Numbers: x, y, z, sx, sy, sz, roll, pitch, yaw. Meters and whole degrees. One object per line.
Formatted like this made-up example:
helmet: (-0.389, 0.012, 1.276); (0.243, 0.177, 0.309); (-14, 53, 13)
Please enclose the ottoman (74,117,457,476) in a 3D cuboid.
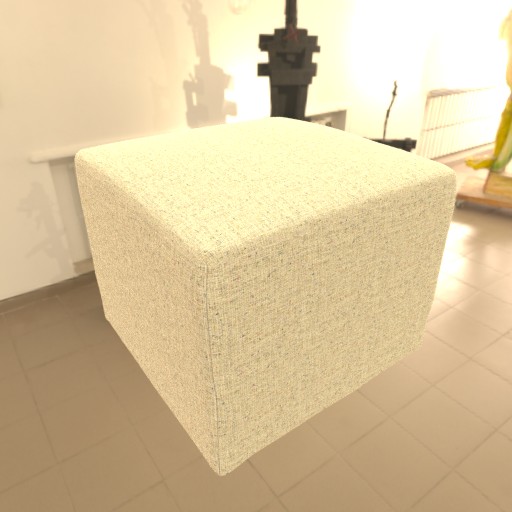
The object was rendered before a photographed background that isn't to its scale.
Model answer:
ottoman: (0.000, 0.000, 0.889); (0.521, 0.453, 0.512); (-20, 35, -31)
